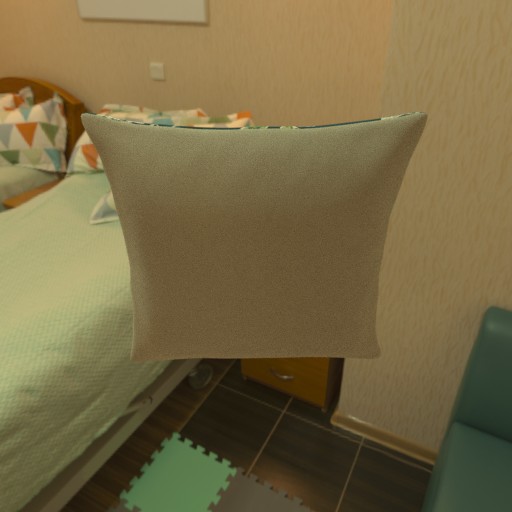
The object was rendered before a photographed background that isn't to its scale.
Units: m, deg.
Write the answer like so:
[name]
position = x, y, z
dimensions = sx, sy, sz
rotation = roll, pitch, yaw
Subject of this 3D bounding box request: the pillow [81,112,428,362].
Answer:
[pillow]
position = 0.000, 0.000, 0.800
dimensions = 0.525, 0.508, 0.166
rotation = -1, 30, -1
